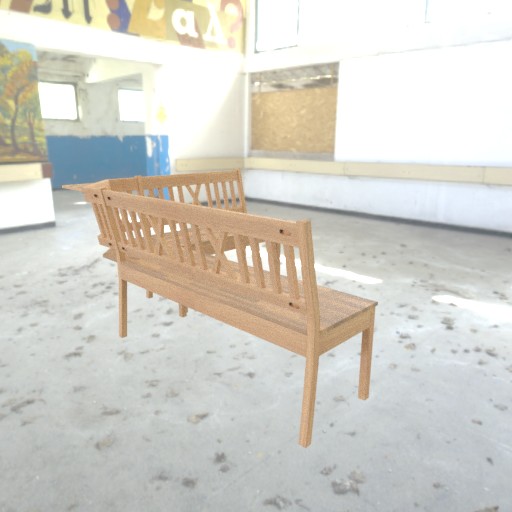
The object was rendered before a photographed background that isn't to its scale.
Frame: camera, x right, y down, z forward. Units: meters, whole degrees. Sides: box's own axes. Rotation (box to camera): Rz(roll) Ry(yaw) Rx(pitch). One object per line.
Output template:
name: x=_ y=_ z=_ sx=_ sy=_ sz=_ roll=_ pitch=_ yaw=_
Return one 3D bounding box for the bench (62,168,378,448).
bench: x=0.000 y=0.000 z=2.753 sx=1.937 sy=0.902 sz=1.537 roll=14 pitch=21 yaw=42
